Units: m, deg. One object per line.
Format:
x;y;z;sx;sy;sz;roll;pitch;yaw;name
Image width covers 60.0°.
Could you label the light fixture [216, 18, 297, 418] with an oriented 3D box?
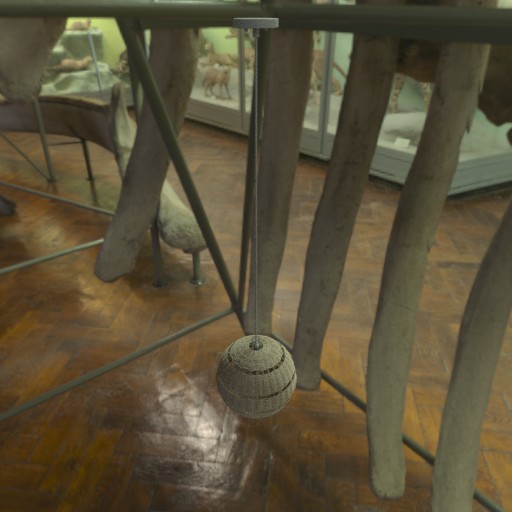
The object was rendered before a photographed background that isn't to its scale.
0.000;0.000;2.137;0.457;2.019;0.457;-21;36;-32;light fixture
